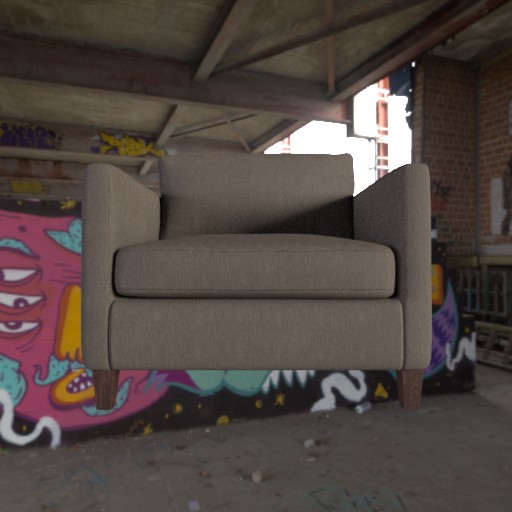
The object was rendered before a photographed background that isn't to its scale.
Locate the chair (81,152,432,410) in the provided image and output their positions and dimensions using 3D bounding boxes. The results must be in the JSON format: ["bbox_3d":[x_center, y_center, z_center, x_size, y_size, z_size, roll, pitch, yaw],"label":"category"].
[{"bbox_3d":[0.000,0.000,1.798,1.107,0.963,0.959,0,-1,0],"label":"chair"}]
